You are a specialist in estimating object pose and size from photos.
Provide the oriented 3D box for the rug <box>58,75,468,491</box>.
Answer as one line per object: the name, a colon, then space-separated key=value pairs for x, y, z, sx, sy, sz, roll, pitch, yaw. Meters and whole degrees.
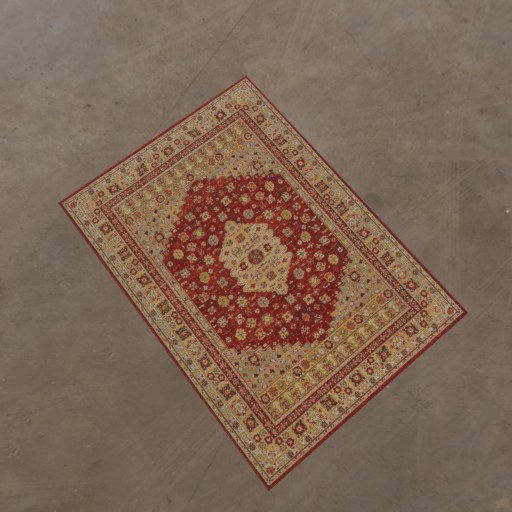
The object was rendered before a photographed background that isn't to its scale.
rug: x=0.000 y=0.000 z=2.841 sx=1.593 sy=0.013 sz=2.211 roll=-38 pitch=77 yaw=-10
